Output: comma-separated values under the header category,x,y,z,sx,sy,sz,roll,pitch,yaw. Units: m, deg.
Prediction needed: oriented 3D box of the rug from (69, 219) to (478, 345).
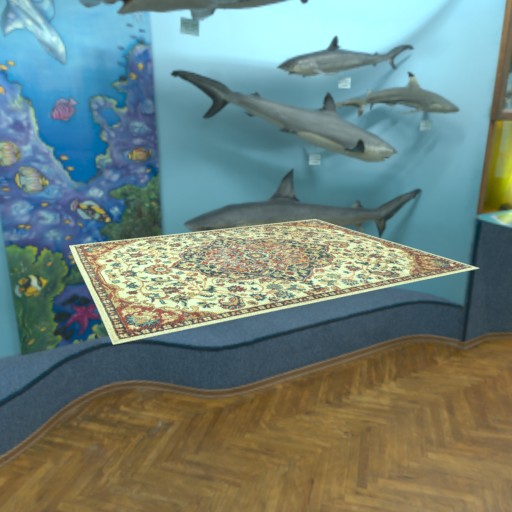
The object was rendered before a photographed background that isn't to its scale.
category,x,y,z,sx,sy,sz,roll,pitch,yaw
rug,0.000,0.000,4.187,3.067,0.005,2.454,-8,18,-26
